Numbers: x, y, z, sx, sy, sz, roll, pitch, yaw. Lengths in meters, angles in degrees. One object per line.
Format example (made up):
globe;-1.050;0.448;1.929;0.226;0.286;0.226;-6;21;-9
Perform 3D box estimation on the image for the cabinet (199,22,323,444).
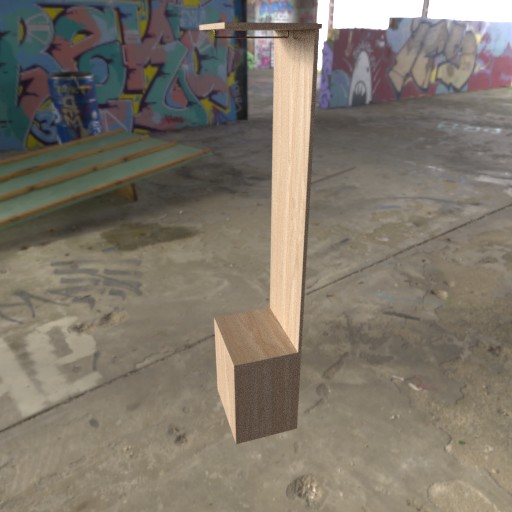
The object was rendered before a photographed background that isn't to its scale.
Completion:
cabinet;0.000;0.000;2.027;0.338;1.879;0.411;-8;27;-16
